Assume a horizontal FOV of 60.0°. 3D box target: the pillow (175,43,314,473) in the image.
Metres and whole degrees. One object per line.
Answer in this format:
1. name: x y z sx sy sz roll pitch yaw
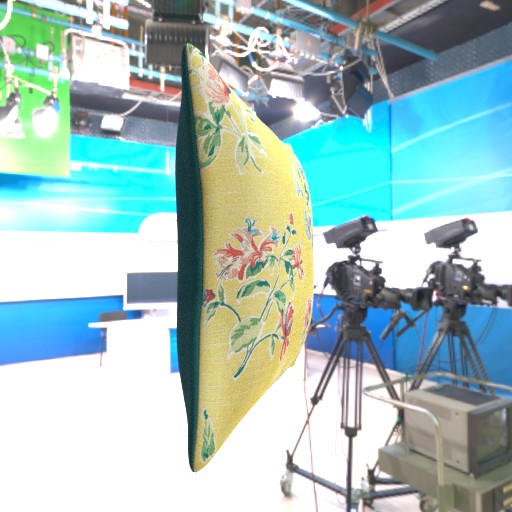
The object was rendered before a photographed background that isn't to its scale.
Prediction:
1. pillow: 0.000 0.000 0.768 0.166 0.508 0.525 0 0 17
